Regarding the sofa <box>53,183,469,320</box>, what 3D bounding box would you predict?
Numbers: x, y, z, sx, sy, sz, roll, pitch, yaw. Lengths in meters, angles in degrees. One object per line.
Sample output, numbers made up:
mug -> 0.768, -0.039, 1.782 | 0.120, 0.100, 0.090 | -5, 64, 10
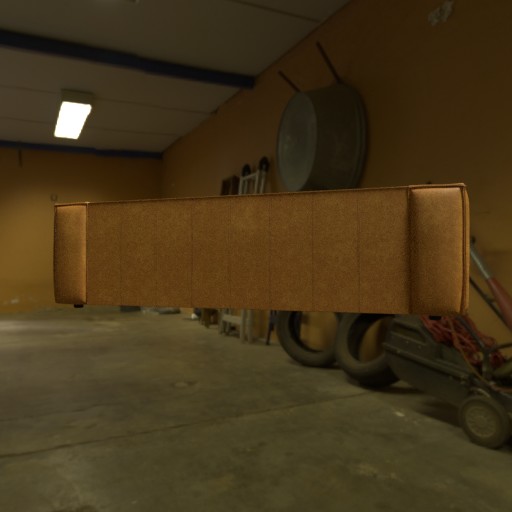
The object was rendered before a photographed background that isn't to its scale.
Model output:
sofa -> 0.000, 0.000, 3.067 | 2.581, 0.701, 1.102 | 0, -1, 17
